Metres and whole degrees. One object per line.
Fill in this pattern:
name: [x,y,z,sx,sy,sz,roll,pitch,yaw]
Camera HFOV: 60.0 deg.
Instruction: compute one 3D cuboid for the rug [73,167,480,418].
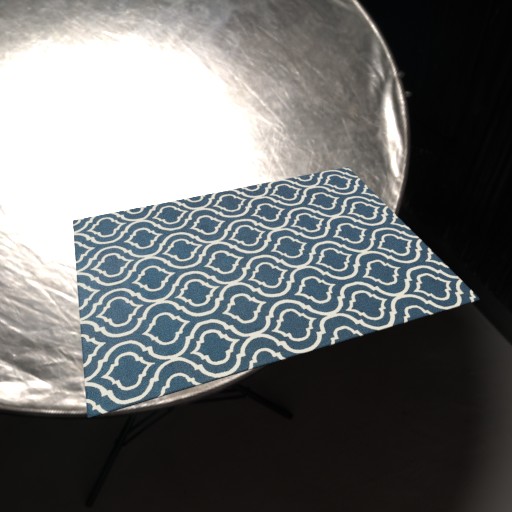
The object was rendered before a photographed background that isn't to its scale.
rug: [0.000,0.000,4.361,3.353,0.010,2.438,-13,43,-15]
